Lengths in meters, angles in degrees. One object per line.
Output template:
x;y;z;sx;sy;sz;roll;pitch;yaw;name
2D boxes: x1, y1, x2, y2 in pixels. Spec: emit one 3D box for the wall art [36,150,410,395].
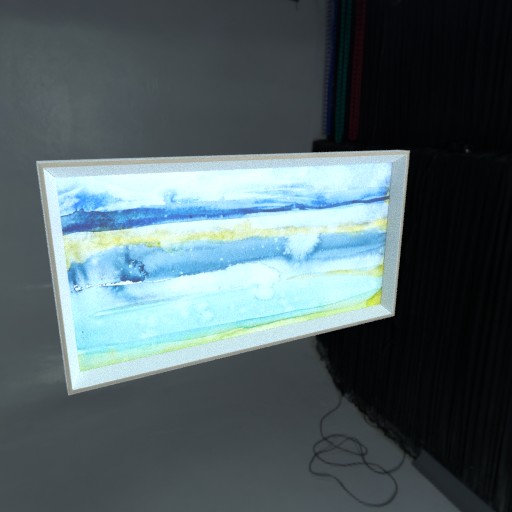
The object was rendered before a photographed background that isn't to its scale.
0.000;0.000;0.968;0.812;0.431;0.038;-8;18;-26;wall art
